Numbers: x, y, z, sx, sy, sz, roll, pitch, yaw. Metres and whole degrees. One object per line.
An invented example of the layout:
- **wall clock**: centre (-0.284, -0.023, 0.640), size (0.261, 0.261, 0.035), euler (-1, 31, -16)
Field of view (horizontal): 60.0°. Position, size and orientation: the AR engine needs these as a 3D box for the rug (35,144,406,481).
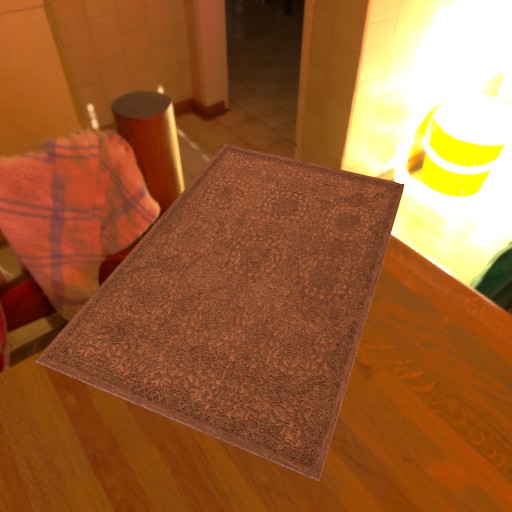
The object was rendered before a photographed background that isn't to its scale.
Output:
- **rug**: centre (0.000, 0.000, 2.251), size (1.208, 0.012, 1.819), euler (16, 47, 16)
